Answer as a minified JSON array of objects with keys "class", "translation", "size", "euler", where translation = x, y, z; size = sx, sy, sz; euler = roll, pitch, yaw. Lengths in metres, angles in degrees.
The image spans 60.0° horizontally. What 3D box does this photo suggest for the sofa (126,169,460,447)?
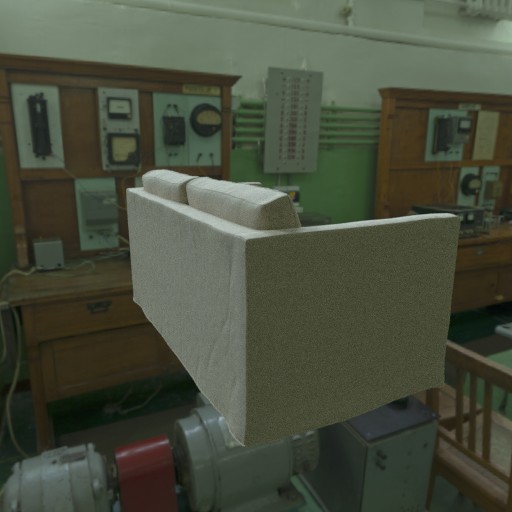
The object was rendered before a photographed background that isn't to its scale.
[{"class":"sofa","translation":[0.000,0.000,2.280],"size":[0.962,0.835,1.719],"euler":[-7,16,-26]}]
